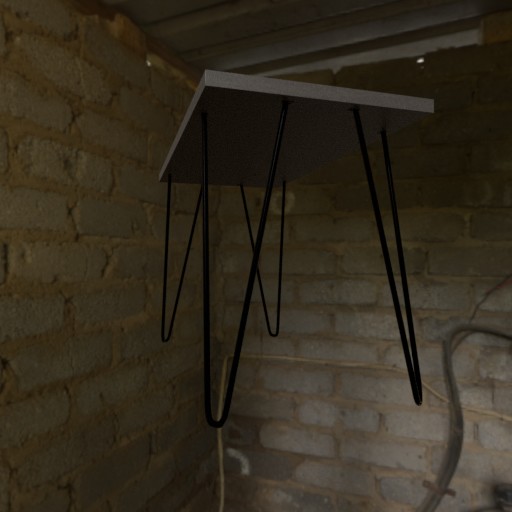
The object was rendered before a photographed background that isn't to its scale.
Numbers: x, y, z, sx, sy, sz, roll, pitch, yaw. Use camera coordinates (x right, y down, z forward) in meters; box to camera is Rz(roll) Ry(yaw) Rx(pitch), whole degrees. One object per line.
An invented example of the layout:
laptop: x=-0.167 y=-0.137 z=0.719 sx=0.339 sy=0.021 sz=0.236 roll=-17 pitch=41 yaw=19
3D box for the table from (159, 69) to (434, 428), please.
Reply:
table: x=0.000 y=0.000 z=1.350 sx=0.499 sy=0.660 sz=0.991 roll=0 pitch=-1 yaw=-17
